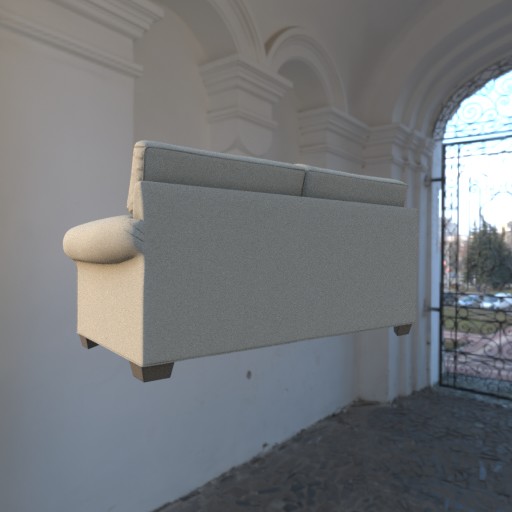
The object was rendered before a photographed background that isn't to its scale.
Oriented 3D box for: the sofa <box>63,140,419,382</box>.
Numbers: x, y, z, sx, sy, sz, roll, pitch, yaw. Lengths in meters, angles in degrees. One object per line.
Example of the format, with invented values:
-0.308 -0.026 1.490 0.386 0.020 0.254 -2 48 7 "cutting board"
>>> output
0.000 0.000 2.524 1.930 0.952 0.940 0 1 -37 "sofa"
